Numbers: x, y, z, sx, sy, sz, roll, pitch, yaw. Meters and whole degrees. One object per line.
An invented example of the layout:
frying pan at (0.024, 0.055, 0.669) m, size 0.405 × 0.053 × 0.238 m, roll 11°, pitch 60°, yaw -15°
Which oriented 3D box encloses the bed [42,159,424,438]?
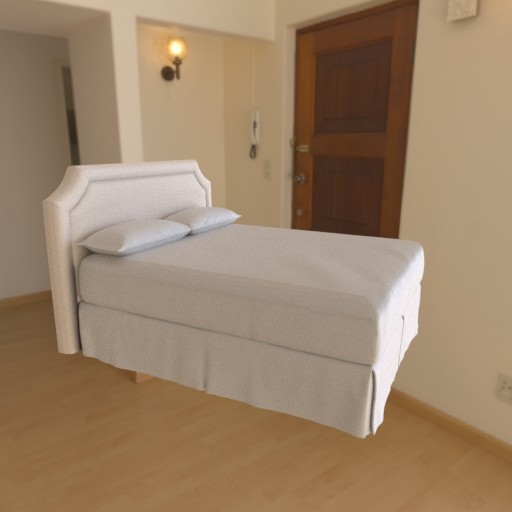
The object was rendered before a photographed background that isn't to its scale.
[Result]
bed at (0.000, 0.000, 3.218) m, size 2.164 × 1.297 × 1.828 m, roll 7°, pitch 16°, yaw 26°
